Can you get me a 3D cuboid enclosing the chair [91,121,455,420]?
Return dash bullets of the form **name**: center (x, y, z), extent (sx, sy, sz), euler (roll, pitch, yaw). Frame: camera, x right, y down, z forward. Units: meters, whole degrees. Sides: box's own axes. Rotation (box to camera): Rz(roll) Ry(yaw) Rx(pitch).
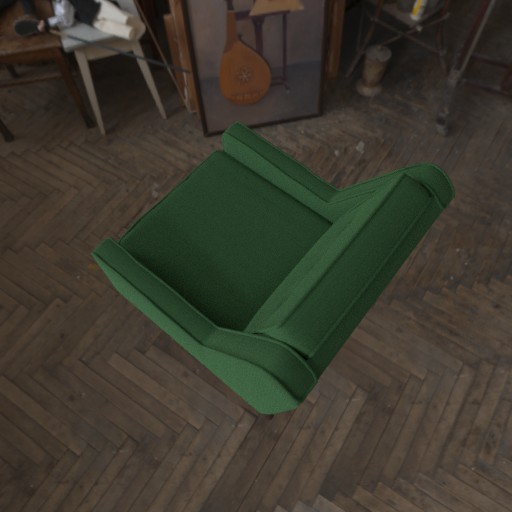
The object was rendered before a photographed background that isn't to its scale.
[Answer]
- **chair**: center (0.000, 0.000, 1.354), extent (0.743, 0.792, 0.663), euler (36, 69, 17)
